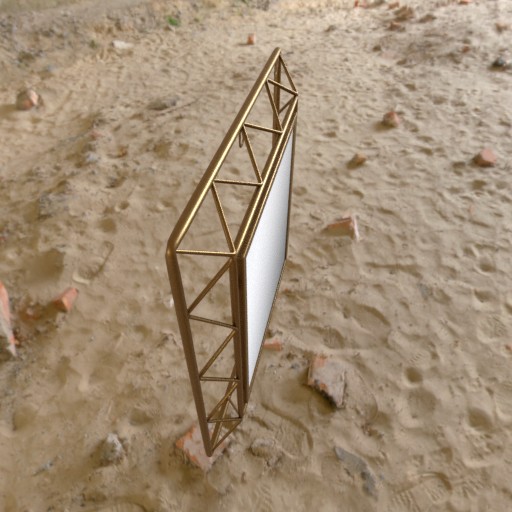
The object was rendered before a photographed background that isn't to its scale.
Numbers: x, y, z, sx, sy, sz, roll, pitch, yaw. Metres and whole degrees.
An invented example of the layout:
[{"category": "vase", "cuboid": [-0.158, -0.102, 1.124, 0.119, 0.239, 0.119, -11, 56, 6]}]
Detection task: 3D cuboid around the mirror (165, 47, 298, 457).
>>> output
[{"category": "mirror", "cuboid": [0.000, 0.000, 0.614, 0.046, 0.414, 0.416, 10, 46, 10]}]
